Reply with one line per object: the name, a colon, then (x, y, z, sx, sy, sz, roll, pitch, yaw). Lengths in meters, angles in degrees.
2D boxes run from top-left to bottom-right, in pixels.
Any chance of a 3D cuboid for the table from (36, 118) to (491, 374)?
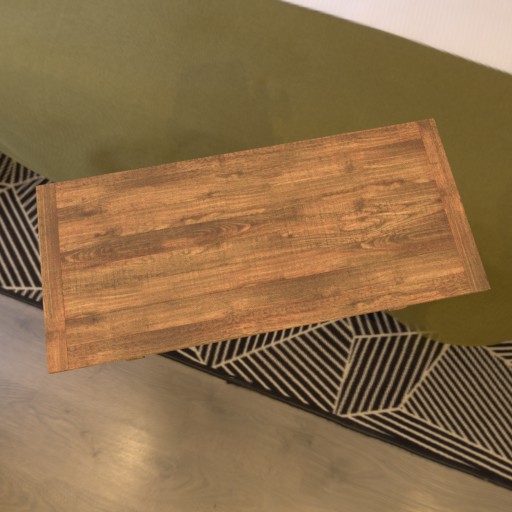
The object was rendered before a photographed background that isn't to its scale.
table: (0.000, 0.000, 2.463, 2.031, 0.733, 0.907, -10, 75, -3)
